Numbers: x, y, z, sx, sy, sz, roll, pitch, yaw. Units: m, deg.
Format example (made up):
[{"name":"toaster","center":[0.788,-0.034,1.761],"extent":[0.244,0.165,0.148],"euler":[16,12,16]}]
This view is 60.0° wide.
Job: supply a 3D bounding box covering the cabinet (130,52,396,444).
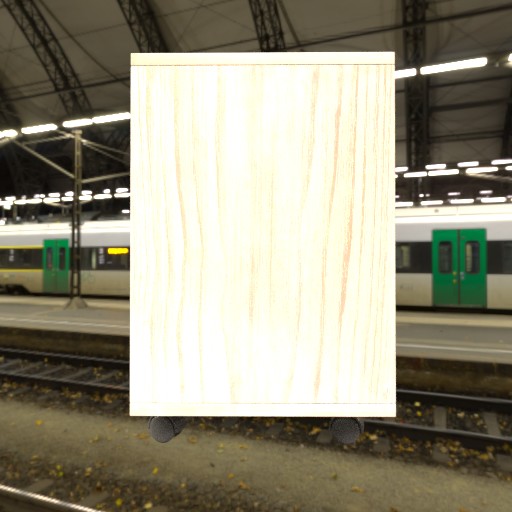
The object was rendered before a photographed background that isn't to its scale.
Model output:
[{"name":"cabinet","center":[0.000,0.000,0.836],"extent":[0.401,0.579,0.409],"euler":[0,-1,1]}]
